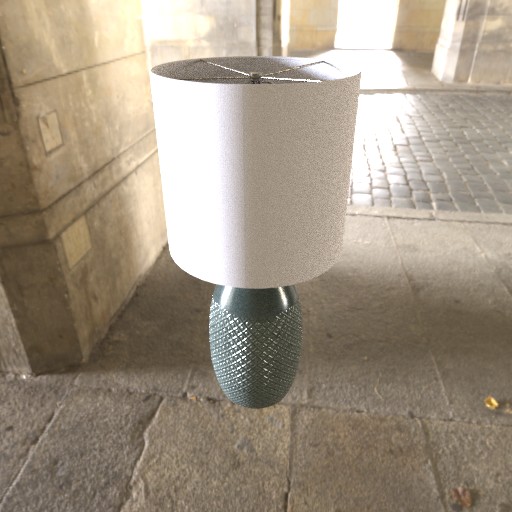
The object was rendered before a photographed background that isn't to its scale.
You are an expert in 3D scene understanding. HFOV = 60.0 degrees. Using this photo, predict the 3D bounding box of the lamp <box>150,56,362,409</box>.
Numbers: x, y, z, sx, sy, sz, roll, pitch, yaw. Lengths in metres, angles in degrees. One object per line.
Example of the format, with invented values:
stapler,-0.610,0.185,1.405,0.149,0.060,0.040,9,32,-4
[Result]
lamp,0.000,0.000,0.574,0.217,0.453,0.217,-22,37,-33
